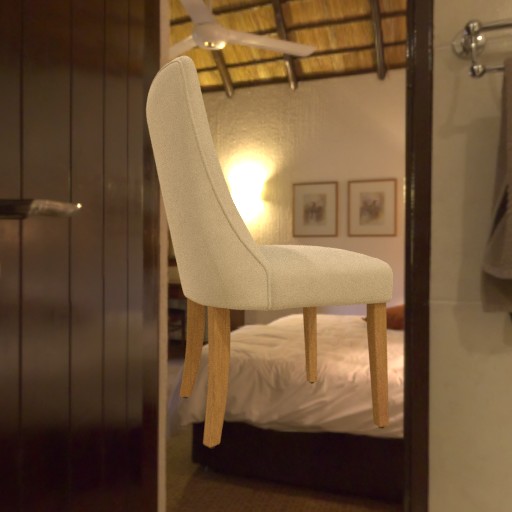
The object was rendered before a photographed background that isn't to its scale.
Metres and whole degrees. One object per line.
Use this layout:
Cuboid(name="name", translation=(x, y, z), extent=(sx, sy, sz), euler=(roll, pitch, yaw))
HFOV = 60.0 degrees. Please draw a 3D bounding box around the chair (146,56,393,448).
Cuboid(name="chair", translation=(0.000, 0.000, 1.278), extent=(0.610, 0.902, 0.495), euler=(0, 0, -18))
